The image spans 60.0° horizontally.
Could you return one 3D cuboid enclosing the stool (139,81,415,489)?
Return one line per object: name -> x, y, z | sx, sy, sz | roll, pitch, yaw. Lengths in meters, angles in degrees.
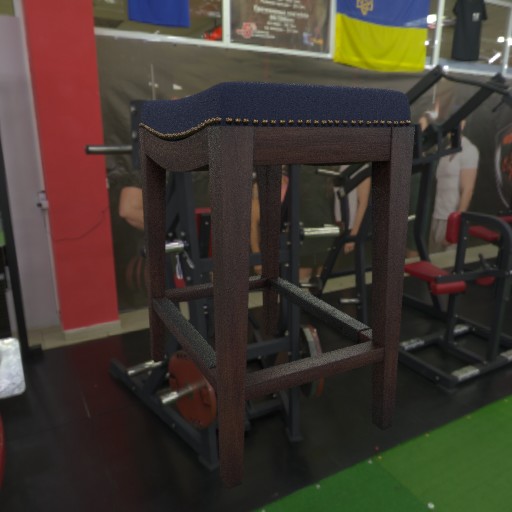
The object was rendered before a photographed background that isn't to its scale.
stool -> 0.000, 0.000, 0.938 | 0.361, 0.642, 0.500 | -8, 17, -26
